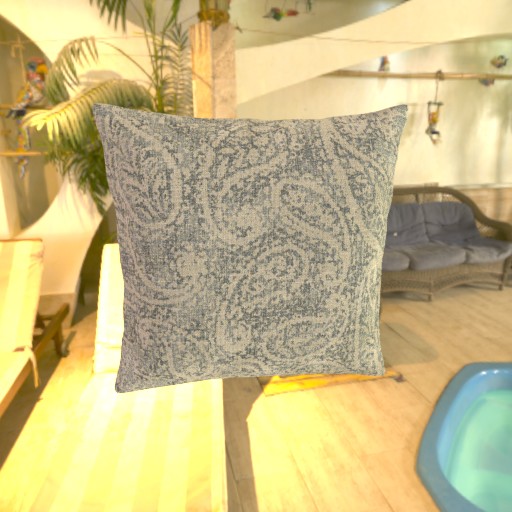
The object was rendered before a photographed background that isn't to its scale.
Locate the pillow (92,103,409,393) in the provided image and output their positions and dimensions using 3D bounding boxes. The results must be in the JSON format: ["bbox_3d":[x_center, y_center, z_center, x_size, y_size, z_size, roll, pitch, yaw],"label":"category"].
[{"bbox_3d":[0.000,0.000,0.783,0.523,0.510,0.166,-2,16,-8],"label":"pillow"}]
